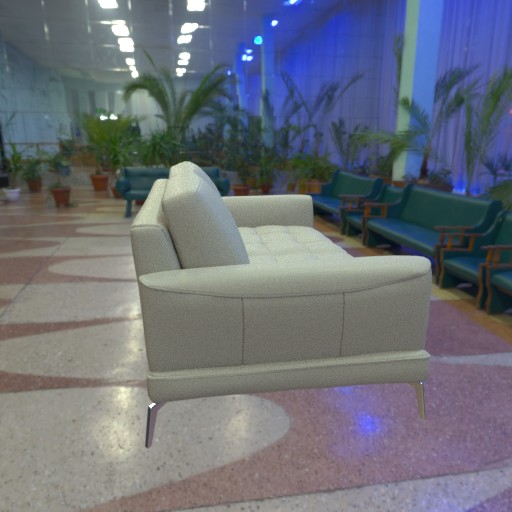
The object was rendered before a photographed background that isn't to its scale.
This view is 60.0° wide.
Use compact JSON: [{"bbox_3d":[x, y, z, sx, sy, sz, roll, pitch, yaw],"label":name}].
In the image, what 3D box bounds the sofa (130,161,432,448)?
[{"bbox_3d":[0.000,0.000,2.406,1.121,0.930,1.819,-2,16,-9],"label":"sofa"}]
